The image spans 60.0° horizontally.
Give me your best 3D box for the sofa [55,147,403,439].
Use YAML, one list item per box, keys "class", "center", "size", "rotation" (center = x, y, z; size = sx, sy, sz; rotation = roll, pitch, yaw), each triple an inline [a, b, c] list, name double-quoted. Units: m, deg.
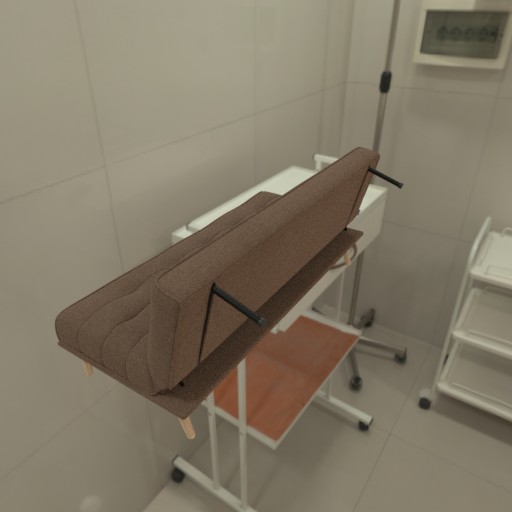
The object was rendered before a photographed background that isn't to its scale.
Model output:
- class: "sofa"
  center: [0.000, 0.000, 2.367]
  size: [1.038, 0.810, 1.820]
  rotation: [19, 35, 28]
